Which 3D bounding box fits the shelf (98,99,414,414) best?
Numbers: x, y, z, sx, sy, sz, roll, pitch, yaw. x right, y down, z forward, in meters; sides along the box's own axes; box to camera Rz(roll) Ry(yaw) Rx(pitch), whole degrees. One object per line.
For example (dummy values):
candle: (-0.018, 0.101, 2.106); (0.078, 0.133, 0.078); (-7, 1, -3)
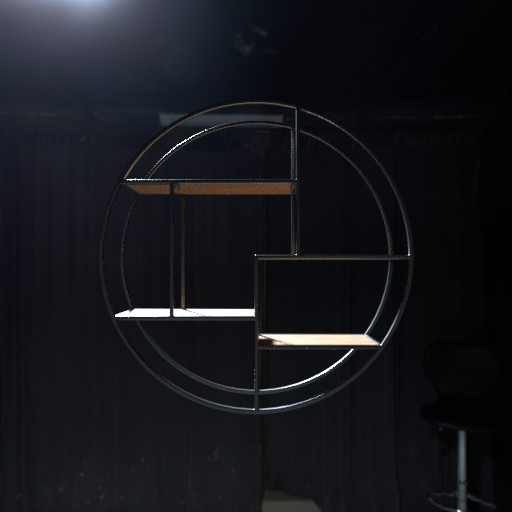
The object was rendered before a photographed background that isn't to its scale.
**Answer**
shelf: (0.000, 0.000, 1.347); (0.888, 0.888, 0.202); (0, -1, 1)
